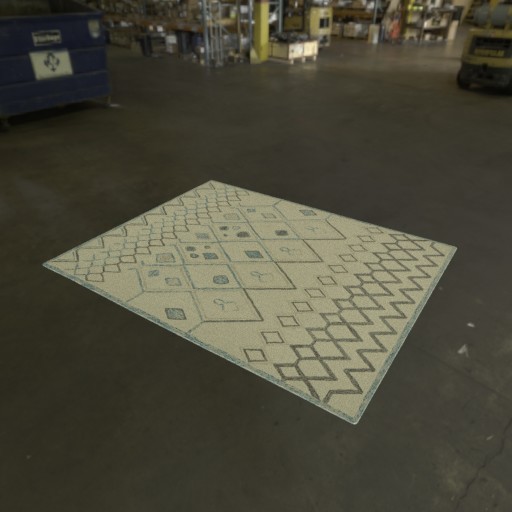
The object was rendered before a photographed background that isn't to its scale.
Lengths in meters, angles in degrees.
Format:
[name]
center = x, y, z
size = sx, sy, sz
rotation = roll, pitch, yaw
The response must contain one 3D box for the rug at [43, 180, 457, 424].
[rug]
center = 0.000, 0.000, 4.162
size = 3.056, 0.013, 2.441
rotation = 20, 37, 29
